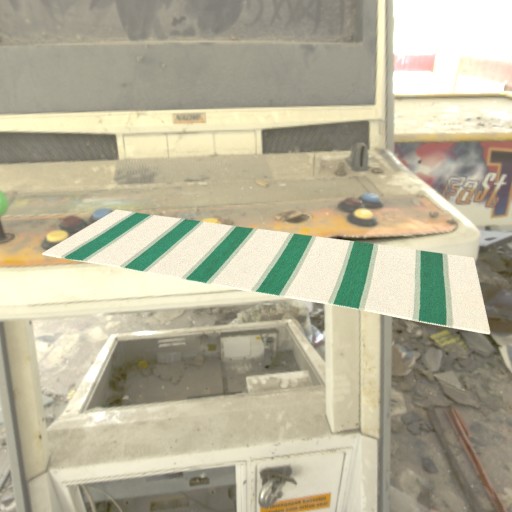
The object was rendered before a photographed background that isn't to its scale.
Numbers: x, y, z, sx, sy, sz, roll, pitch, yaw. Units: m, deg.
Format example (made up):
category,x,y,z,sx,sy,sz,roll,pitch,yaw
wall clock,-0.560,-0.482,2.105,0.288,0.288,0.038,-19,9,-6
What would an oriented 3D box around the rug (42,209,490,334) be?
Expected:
category,x,y,z,sx,sy,sz,roll,pitch,yaw
rug,0.000,0.000,2.624,2.438,0.012,0.768,9,28,16
